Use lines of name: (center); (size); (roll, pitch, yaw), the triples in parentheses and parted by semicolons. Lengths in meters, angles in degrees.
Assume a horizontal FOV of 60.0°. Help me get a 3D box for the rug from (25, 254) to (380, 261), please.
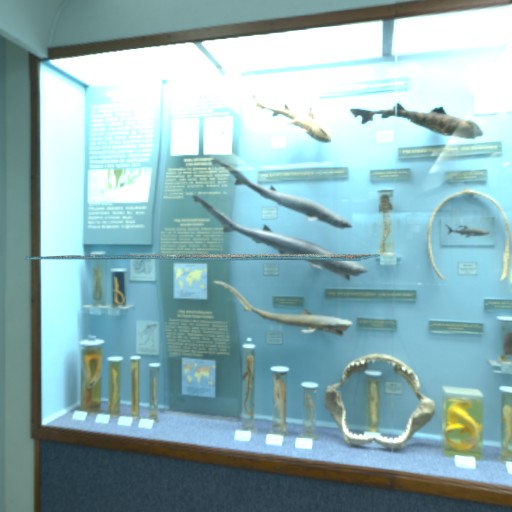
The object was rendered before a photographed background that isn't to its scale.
rug: (0.000, 0.000, 2.297); (1.195, 0.014, 1.847); (0, 0, 17)
